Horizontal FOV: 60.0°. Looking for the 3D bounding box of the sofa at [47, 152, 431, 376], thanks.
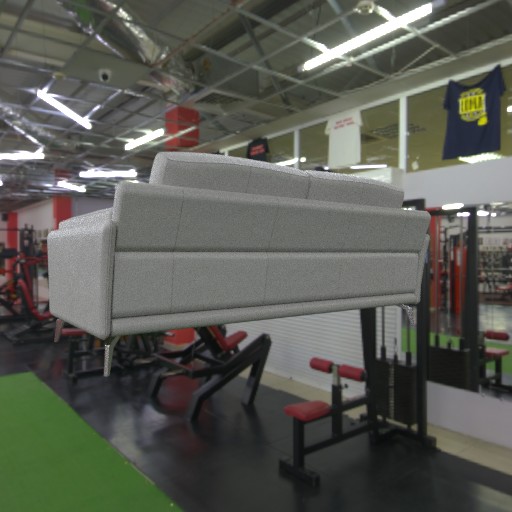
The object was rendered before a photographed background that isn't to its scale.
[{"bbox_3d":[0.000,0.000,2.637,2.101,0.930,1.049,0,0,-37],"label":"sofa"}]
